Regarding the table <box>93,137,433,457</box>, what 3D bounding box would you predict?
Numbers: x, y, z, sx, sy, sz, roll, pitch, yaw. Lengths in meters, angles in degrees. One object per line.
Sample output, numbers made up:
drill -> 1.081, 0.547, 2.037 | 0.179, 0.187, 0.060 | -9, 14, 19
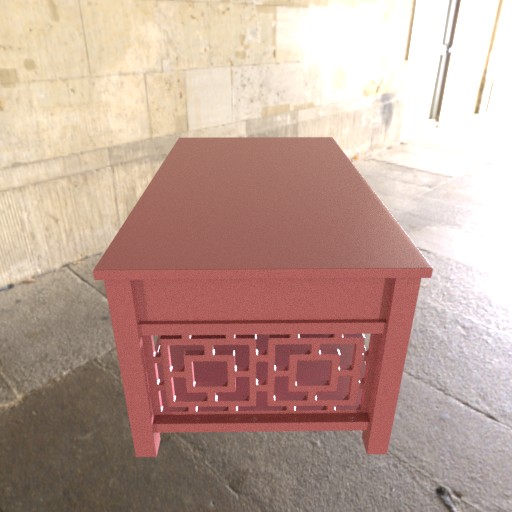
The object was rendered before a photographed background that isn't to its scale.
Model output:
table -> 0.000, 0.000, 1.366 | 0.612, 0.493, 1.068 | 0, 27, -1
